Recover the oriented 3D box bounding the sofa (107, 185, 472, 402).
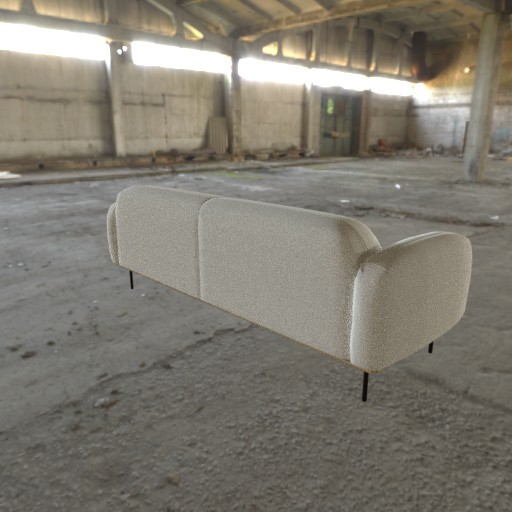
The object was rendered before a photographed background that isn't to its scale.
[{"bbox_3d":[0.000,0.000,2.692,0.870,0.780,2.280,-15,21,-42],"label":"sofa"}]
